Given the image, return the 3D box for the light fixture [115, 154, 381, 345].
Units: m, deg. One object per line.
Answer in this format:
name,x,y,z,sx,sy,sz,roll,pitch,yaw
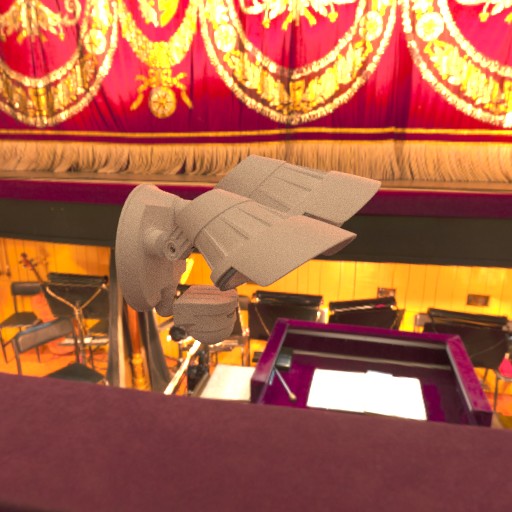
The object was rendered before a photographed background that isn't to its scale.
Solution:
light fixture,0.000,0.000,0.532,0.278,0.237,0.369,3,15,10
